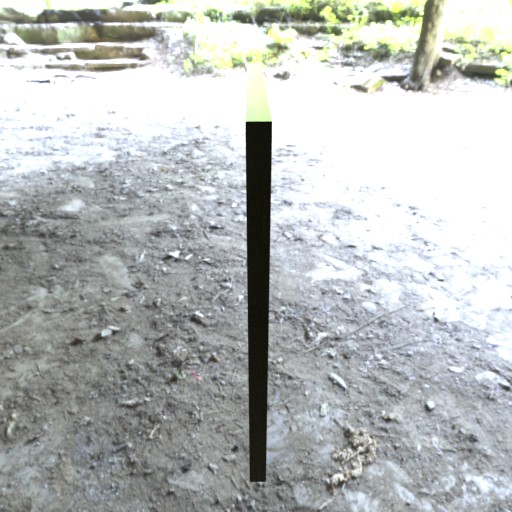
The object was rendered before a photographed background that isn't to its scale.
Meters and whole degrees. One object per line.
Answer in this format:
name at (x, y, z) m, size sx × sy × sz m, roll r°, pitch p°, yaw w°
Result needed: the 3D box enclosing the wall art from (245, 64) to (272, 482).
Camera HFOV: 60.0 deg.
wall art at (0.000, 0.000, 0.791) m, size 0.027 × 0.580 × 0.479 m, roll 0°, pitch 30°, yaw -1°
